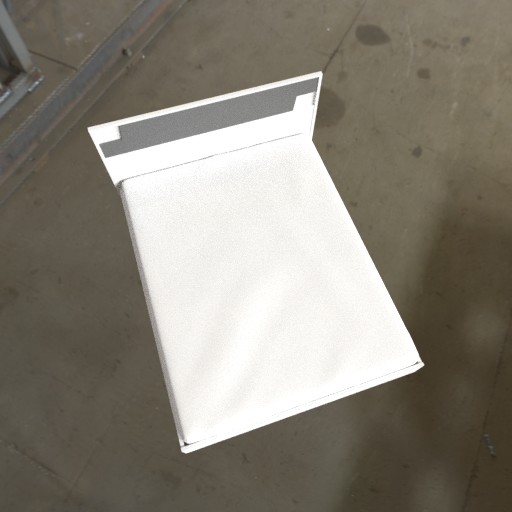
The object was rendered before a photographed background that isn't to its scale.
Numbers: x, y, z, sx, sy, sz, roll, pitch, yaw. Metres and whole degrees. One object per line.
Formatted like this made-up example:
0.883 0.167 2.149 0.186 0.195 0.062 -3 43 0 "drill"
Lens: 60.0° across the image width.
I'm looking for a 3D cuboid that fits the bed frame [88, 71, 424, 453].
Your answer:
0.000 0.000 3.135 1.711 1.001 2.100 -17 65 -8 "bed frame"
